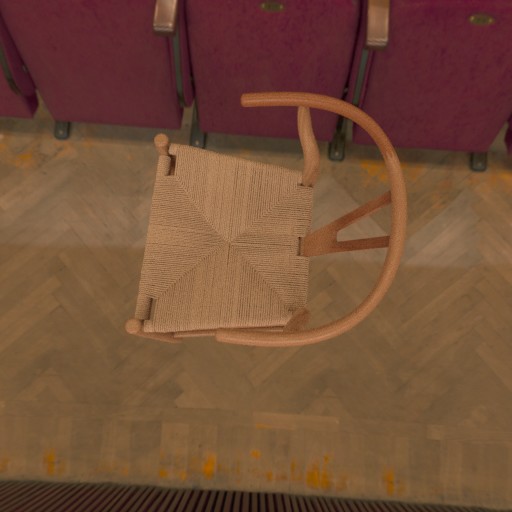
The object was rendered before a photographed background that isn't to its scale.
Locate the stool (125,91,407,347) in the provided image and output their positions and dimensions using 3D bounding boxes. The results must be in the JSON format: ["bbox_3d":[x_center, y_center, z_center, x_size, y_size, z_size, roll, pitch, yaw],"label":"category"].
[{"bbox_3d":[0.000,0.000,1.282,0.575,0.923,0.536,5,77,1],"label":"stool"}]
